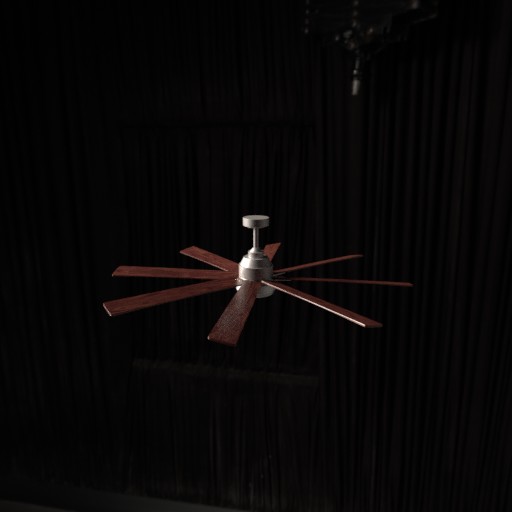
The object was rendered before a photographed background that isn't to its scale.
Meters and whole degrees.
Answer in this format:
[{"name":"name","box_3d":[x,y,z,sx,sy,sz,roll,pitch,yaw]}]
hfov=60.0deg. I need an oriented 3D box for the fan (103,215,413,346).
[{"name":"fan","box_3d":[0.000,0.000,2.684,1.830,0.472,1.830,2,15,9]}]
